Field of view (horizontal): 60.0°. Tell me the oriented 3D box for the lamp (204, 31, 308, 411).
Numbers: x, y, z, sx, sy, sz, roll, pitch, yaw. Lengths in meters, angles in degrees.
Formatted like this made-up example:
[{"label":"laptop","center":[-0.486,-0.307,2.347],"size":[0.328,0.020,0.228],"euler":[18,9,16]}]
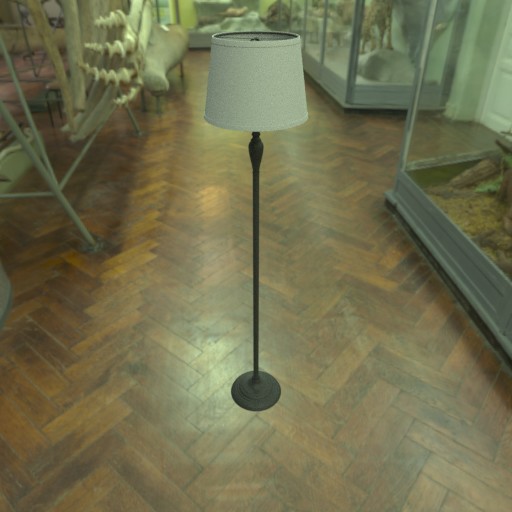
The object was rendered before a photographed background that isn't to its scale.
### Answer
[{"label":"lamp","center":[0.000,0.000,1.682],"size":[0.327,1.506,0.327],"euler":[-21,38,-30]}]
